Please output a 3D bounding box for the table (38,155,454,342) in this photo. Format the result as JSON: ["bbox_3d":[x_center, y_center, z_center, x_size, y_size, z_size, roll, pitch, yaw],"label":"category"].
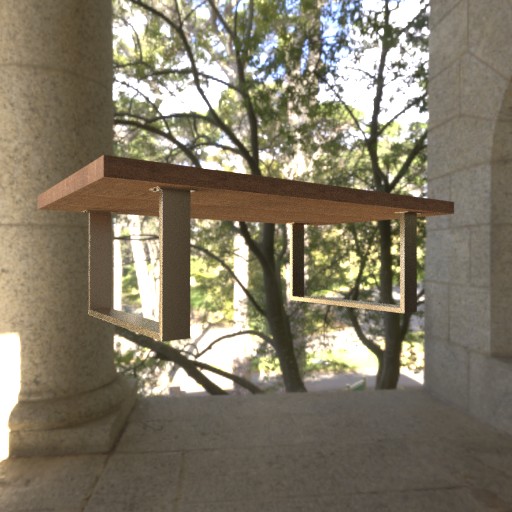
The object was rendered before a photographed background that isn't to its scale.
[{"bbox_3d":[0.000,0.000,1.709,1.400,0.440,0.800,0,0,-36],"label":"table"}]
